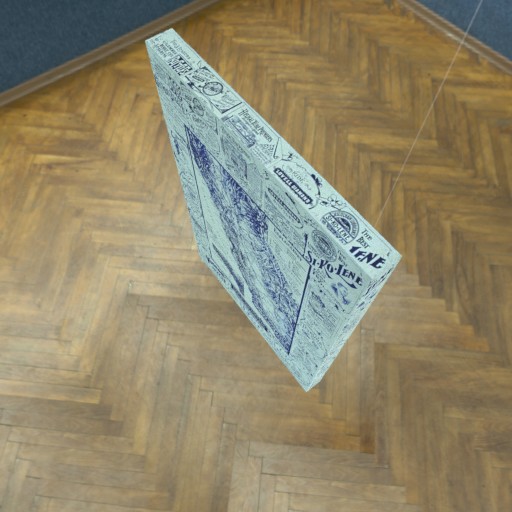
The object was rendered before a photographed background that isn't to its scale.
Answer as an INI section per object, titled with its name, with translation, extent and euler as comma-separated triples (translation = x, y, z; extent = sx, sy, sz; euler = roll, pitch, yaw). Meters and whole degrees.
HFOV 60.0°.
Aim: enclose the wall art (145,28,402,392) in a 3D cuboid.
[wall art]
translation = 0.000, 0.000, 0.472
extent = 0.025, 0.376, 0.255
euler = -34, 68, -16
